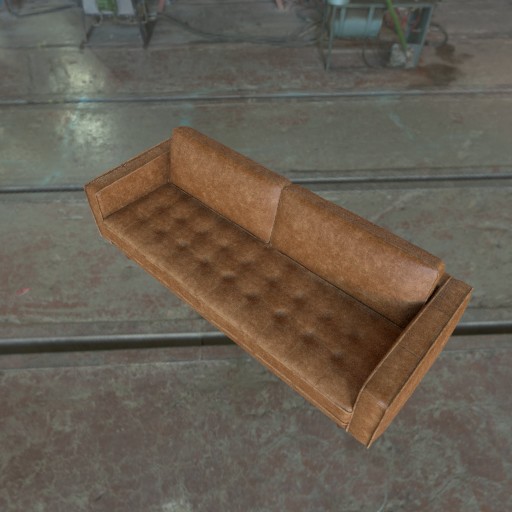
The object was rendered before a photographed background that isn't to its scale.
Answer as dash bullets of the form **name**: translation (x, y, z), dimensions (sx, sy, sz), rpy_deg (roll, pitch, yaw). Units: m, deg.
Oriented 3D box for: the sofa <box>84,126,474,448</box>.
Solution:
- **sofa**: translation (0.000, 0.000, 2.618), dimensions (2.199, 0.779, 0.886), rpy_deg (33, 55, 27)
